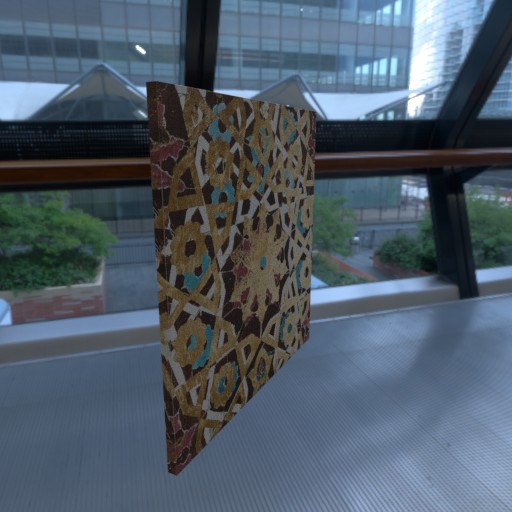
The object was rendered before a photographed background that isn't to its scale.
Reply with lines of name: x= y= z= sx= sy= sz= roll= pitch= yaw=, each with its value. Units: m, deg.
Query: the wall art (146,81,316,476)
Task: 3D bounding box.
wall art: x=0.000 y=0.000 z=1.150 sx=0.028 sy=0.762 sz=0.757 roll=7 pitch=16 yaw=27
